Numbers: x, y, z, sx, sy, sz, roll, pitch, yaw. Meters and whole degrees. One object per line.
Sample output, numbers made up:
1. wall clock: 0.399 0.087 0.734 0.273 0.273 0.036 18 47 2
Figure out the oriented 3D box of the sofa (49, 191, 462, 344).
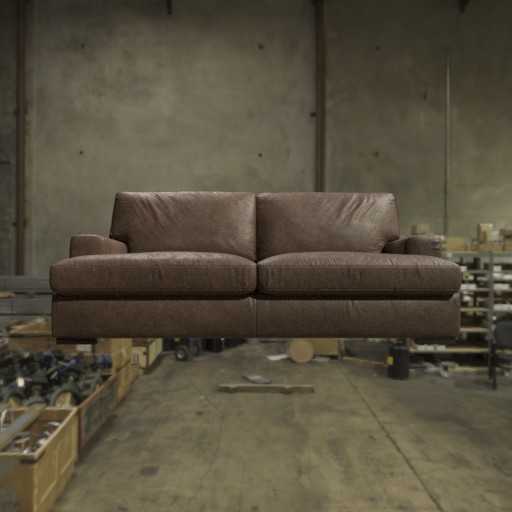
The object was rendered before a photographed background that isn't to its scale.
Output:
1. sofa: 0.000 0.000 2.871 2.261 0.941 1.143 0 0 0
